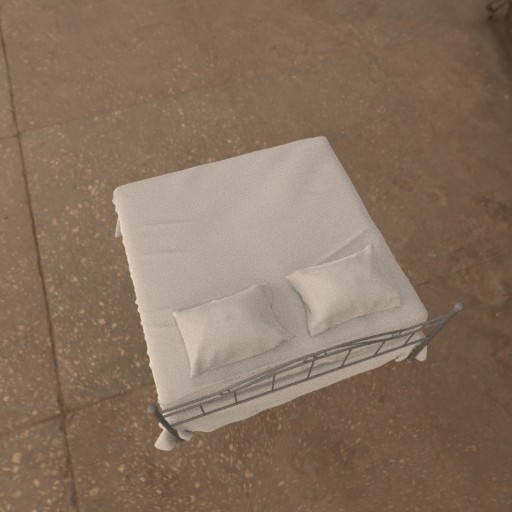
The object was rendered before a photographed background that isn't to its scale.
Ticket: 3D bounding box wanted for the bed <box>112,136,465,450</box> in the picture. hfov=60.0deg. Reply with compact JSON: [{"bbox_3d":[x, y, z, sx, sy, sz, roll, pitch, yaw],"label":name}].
[{"bbox_3d":[0.000,0.000,3.597,2.309,1.080,2.220,-16,60,-9],"label":"bed"}]
